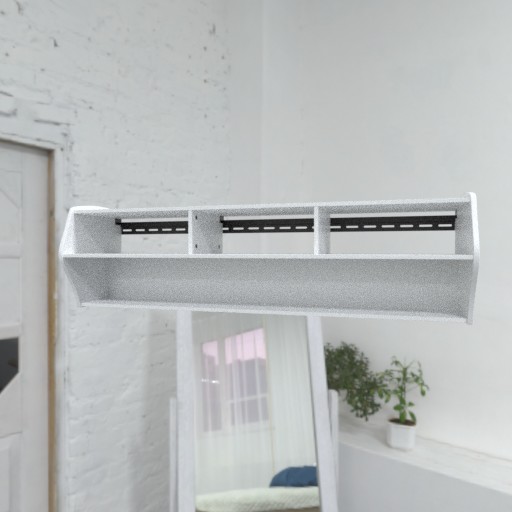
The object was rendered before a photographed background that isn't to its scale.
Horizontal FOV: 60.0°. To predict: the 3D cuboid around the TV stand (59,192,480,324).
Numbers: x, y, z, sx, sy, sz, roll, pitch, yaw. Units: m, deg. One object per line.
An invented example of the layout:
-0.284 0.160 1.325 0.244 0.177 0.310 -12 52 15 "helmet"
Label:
0.000 0.000 1.685 1.473 0.424 0.397 0 1 17 "TV stand"
